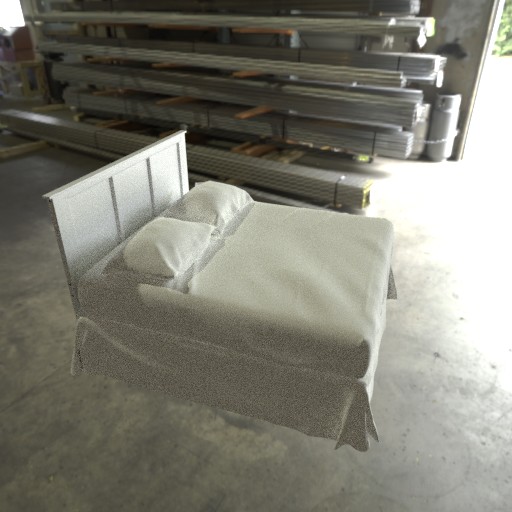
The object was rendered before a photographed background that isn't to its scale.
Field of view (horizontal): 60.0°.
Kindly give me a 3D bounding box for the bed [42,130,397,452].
[{"bbox_3d":[0.000,0.000,3.181,2.047,1.269,1.876,10,30,17],"label":"bed"}]
